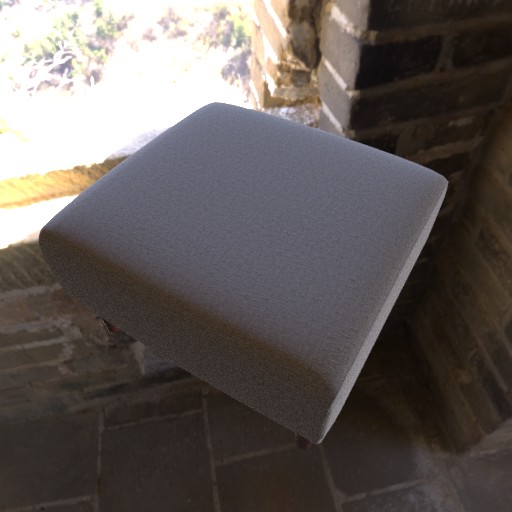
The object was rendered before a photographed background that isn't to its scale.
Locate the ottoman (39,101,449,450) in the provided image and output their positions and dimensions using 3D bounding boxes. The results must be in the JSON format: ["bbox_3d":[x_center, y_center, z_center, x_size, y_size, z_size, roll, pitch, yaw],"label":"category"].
[{"bbox_3d":[0.000,0.000,1.047,0.655,0.399,0.648,25,52,21],"label":"ottoman"}]
